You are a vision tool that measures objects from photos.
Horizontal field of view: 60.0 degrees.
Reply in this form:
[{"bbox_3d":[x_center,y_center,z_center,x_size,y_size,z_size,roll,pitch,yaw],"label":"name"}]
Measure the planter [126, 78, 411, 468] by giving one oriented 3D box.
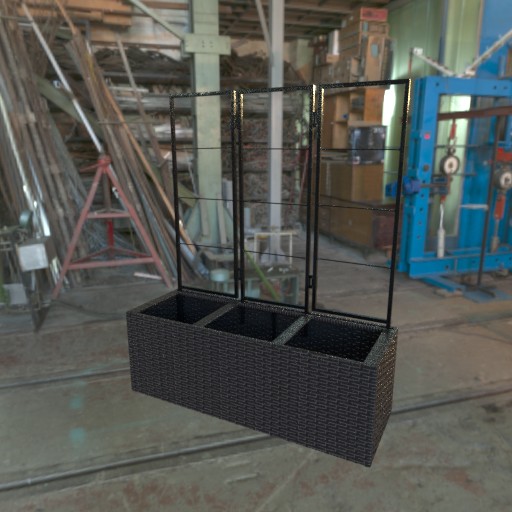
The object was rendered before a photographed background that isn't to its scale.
[{"bbox_3d":[0.000,0.000,1.144,0.699,0.841,0.244,7,16,27],"label":"planter"}]
